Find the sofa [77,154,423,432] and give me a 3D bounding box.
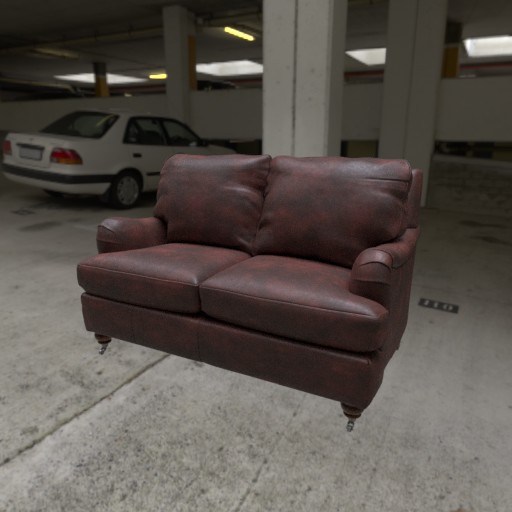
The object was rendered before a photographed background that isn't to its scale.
[{"bbox_3d":[0.000,0.000,2.437,1.628,1.070,1.148,8,18,27],"label":"sofa"}]
